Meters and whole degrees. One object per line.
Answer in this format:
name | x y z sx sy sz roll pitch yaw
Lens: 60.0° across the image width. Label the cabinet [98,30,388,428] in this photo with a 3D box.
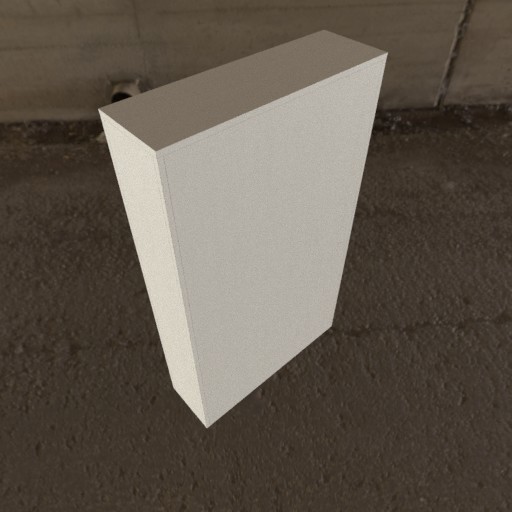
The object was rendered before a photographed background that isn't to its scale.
cabinet | 0.000 0.000 1.566 0.750 1.280 0.250 -32 54 -28
